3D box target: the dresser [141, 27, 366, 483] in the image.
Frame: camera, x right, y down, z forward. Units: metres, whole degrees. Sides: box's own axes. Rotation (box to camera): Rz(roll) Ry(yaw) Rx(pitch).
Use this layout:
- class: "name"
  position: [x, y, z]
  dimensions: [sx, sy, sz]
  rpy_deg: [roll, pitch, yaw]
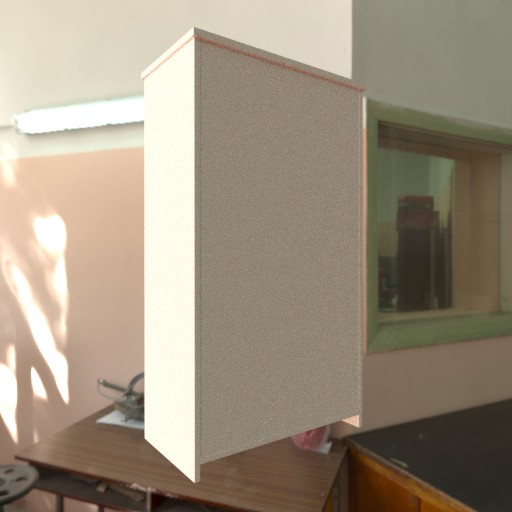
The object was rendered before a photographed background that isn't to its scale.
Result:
- class: "dresser"
  position: [0.000, 0.000, 1.579]
  dimensions: [0.704, 1.255, 0.399]
  rpy_deg: [0, 0, -36]
